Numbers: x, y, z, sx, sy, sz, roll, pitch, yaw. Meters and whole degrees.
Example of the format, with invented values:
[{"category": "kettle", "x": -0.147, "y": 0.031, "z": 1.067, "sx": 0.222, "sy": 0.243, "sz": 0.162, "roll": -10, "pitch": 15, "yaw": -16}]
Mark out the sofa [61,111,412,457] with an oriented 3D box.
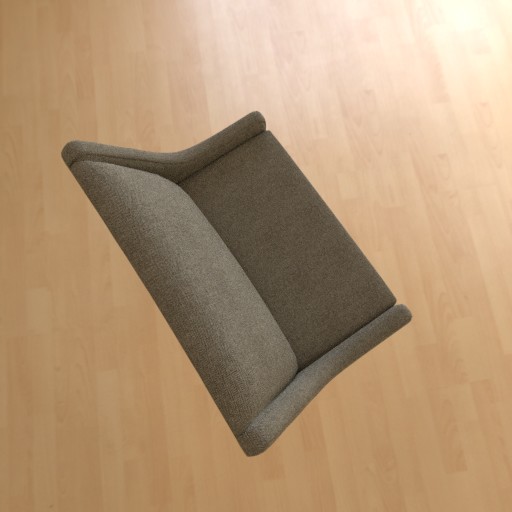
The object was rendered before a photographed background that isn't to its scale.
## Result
[{"category": "sofa", "x": 0.000, "y": 0.000, "z": 1.962, "sx": 0.870, "sy": 1.021, "sz": 1.242, "roll": -33, "pitch": 79, "yaw": -8}]
